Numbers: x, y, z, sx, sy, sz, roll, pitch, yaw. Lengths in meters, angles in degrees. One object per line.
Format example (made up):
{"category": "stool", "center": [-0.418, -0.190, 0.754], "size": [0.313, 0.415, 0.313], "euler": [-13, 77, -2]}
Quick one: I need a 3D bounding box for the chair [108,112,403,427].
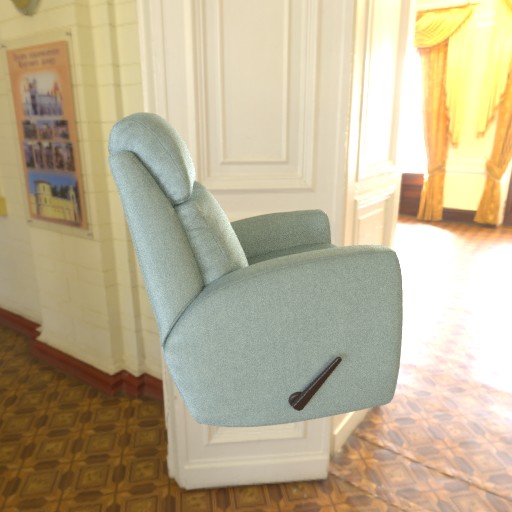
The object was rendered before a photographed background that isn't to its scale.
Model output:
{"category": "chair", "center": [0.000, 0.000, 1.654], "size": [0.940, 1.013, 0.812], "euler": [-3, 17, -10]}
